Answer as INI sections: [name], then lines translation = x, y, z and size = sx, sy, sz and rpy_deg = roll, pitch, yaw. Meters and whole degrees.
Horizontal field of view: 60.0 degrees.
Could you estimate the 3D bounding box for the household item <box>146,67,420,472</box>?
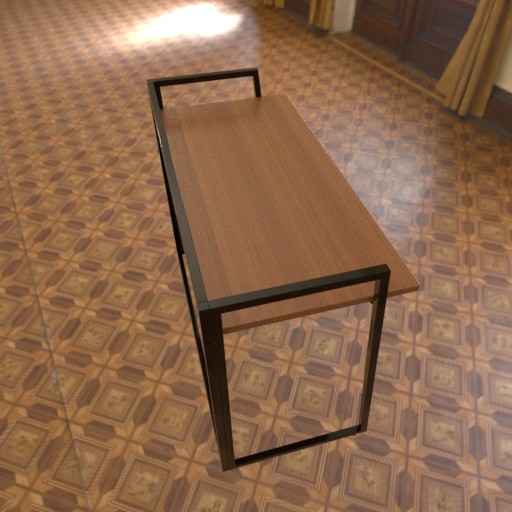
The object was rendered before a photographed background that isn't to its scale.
[household item]
translation = 0.000, 0.000, 1.541
size = 0.510, 0.860, 1.050
rpy_deg = -11, 46, -11
